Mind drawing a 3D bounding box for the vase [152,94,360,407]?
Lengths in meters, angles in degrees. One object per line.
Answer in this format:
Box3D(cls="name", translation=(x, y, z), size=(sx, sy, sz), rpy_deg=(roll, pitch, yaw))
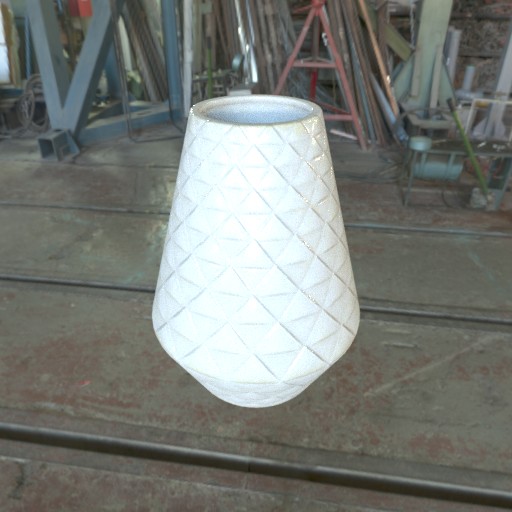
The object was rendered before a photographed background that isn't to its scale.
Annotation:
Box3D(cls="vase", translation=(0.000, 0.000, 0.355), size=(0.175, 0.230, 0.175), rpy_deg=(0, 32, 0))
